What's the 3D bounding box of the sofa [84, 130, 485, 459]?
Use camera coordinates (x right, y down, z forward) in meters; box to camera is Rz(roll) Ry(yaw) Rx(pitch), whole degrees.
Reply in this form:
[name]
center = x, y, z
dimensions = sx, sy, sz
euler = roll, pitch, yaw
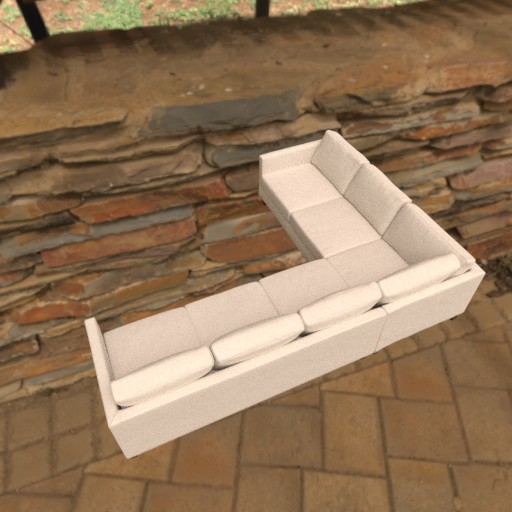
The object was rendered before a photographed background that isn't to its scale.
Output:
[sofa]
center = 0.000, 0.000, 4.206
dimensions = 3.182, 0.863, 2.432
euler = -18, 48, -17
